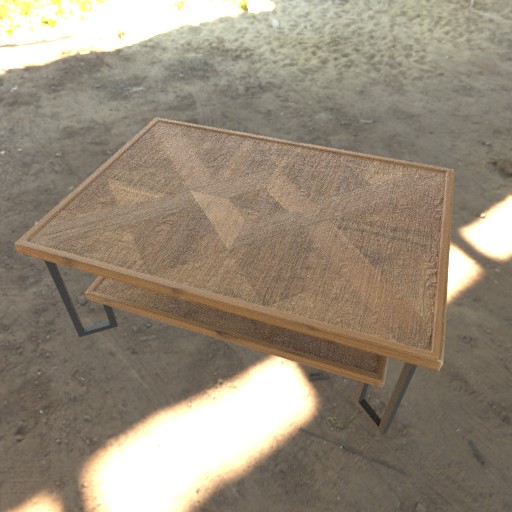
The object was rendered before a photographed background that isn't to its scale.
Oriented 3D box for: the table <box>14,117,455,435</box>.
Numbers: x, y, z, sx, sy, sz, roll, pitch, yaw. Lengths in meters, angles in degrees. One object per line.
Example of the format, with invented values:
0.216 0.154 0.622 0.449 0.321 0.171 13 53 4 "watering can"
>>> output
0.000 0.000 1.649 1.238 0.492 0.877 14 45 14 "table"
